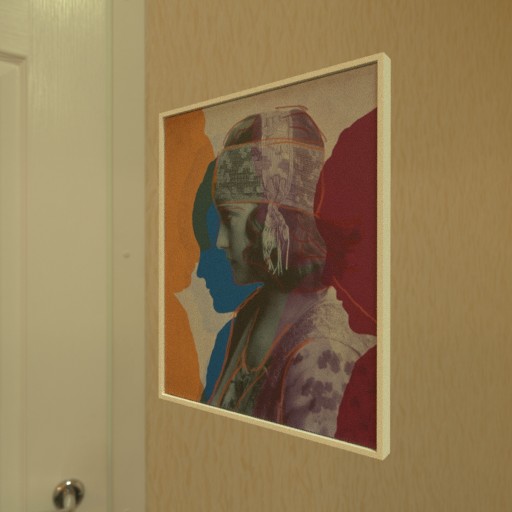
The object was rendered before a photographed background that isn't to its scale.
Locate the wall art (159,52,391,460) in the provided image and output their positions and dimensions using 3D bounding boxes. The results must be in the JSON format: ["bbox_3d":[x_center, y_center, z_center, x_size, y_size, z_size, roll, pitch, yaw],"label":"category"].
[{"bbox_3d":[0.000,0.000,0.737,0.443,0.549,0.030,0,0,36],"label":"wall art"}]
